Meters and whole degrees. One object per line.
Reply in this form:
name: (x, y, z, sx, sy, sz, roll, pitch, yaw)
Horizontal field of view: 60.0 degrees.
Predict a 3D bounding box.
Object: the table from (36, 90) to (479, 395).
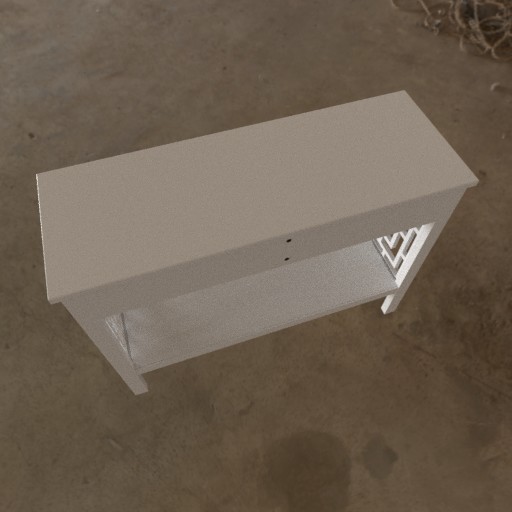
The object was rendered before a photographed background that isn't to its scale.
table: (0.000, 0.000, 1.453, 1.068, 0.753, 0.397, -16, 58, -10)
